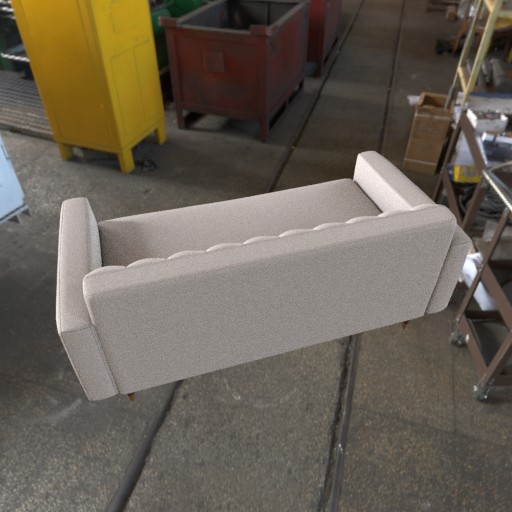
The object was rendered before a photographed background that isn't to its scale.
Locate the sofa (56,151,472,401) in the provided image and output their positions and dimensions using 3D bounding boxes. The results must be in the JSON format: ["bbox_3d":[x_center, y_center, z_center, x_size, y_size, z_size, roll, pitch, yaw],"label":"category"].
[{"bbox_3d":[0.000,0.000,2.380,1.895,0.814,0.969,-12,42,-13],"label":"sofa"}]
